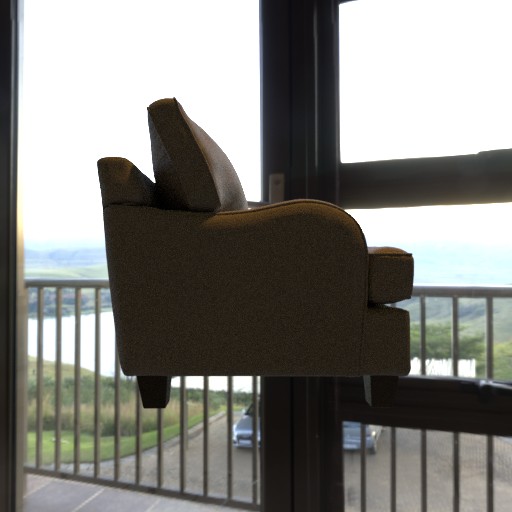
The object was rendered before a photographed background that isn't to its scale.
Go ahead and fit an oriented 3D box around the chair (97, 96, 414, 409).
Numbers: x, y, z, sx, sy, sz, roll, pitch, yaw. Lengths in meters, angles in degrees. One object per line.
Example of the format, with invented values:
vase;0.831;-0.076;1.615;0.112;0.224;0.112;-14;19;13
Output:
chair;0.000;0.000;1.999;1.041;1.016;1.220;0;-1;-1
